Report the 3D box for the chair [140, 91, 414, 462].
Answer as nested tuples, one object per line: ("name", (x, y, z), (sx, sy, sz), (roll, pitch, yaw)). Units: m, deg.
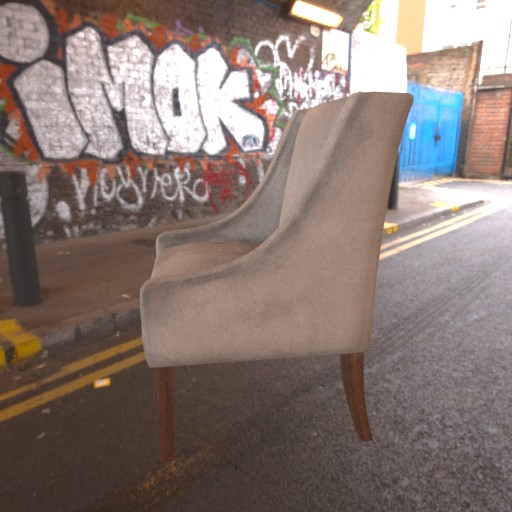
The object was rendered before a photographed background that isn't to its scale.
("chair", (0.000, 0.000, 1.333), (0.629, 0.895, 0.629), (-2, 15, -8))
